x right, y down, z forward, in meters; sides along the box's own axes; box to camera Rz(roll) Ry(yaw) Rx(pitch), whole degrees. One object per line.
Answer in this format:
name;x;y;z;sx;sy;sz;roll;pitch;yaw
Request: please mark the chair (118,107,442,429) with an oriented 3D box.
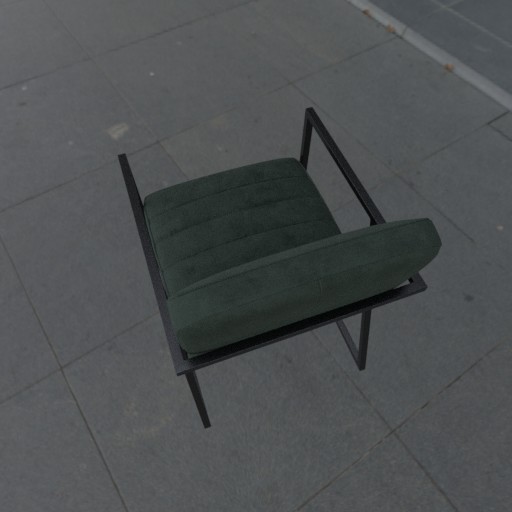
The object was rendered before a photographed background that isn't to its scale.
chair;0.000;0.000;1.260;0.571;0.833;0.677;-17;59;-10
